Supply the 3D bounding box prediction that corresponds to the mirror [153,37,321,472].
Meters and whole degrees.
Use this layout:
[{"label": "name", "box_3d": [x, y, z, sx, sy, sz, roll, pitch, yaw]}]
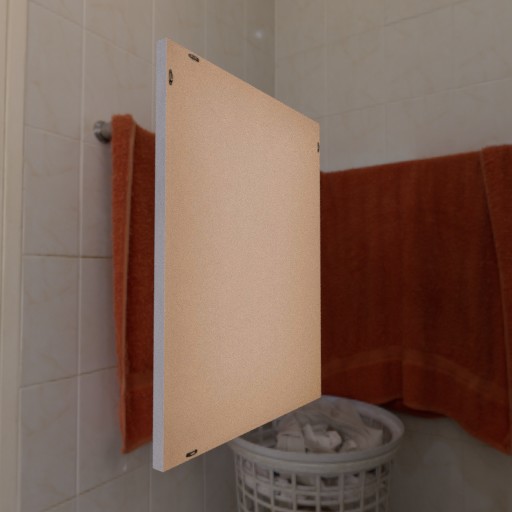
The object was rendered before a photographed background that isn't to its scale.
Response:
[{"label": "mirror", "box_3d": [0.000, 0.000, 1.351, 0.041, 1.016, 0.762, -2, -3, 36]}]
